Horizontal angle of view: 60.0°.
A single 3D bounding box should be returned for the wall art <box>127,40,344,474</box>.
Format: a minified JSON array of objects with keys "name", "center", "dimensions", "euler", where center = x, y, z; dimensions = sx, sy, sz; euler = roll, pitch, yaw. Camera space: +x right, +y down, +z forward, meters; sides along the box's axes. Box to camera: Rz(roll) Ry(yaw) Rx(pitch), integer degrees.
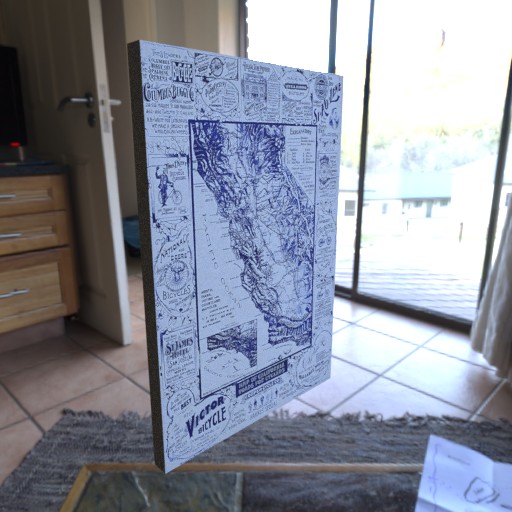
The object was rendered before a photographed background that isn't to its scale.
[{"name":"wall art","center":[0.000,0.000,0.928],"dimensions":[0.511,0.753,0.039],"euler":[-13,19,-42]}]
